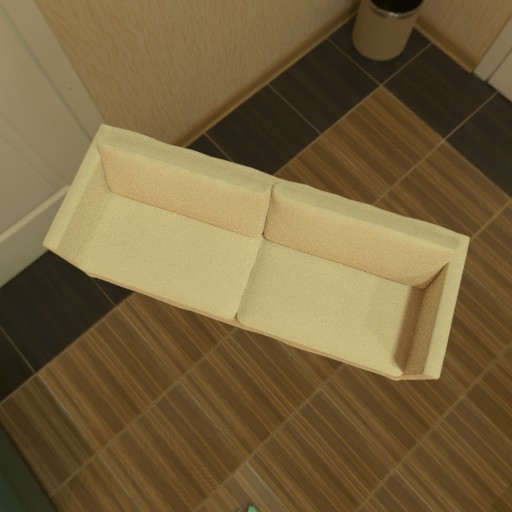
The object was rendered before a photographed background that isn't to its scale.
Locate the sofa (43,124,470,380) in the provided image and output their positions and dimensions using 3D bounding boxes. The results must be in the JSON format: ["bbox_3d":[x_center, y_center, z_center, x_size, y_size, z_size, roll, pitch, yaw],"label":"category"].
[{"bbox_3d":[0.000,0.000,3.327,2.779,0.999,1.036,18,75,5],"label":"sofa"}]
